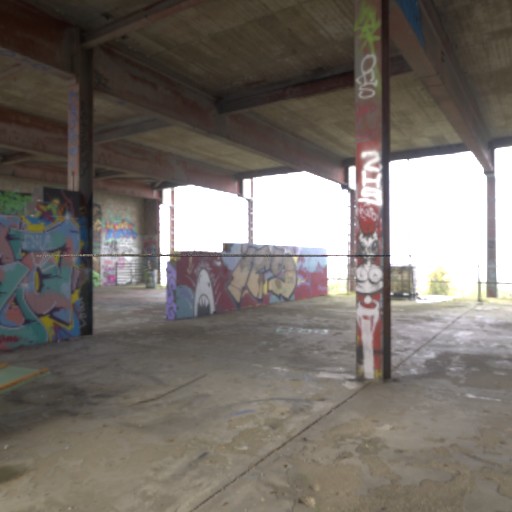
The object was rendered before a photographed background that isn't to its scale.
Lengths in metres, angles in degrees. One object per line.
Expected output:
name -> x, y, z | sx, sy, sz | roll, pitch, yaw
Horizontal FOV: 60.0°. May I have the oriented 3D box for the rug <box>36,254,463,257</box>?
rug -> 0.000, 0.000, 2.254 | 1.828, 0.005, 1.220 | 0, 0, -37
